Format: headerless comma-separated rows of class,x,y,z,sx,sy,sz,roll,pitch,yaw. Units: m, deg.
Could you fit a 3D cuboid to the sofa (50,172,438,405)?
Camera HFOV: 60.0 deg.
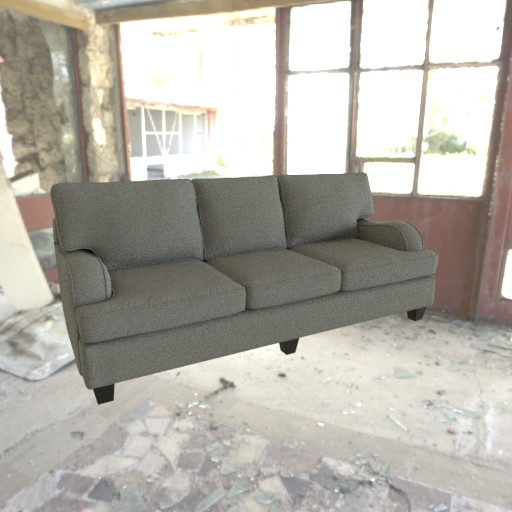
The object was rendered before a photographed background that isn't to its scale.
sofa,0.000,0.000,2.872,2.323,0.997,1.016,-8,17,-27
